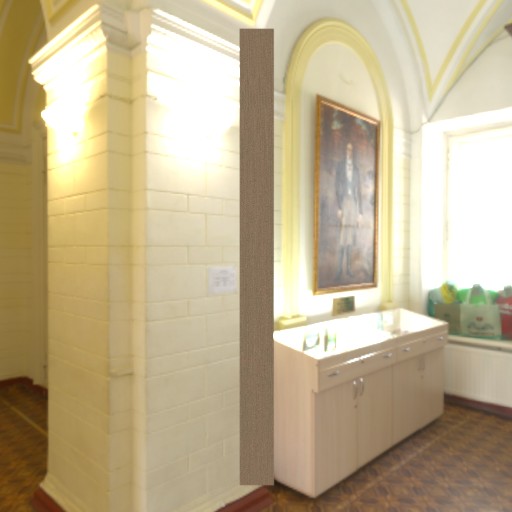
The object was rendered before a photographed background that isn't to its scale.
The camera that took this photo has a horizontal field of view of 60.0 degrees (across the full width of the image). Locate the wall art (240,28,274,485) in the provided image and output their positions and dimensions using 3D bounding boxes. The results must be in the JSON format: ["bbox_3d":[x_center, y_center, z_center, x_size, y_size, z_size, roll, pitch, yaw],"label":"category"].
[{"bbox_3d":[0.000,0.000,0.746,0.038,0.506,0.508,0,0,0],"label":"wall art"}]
